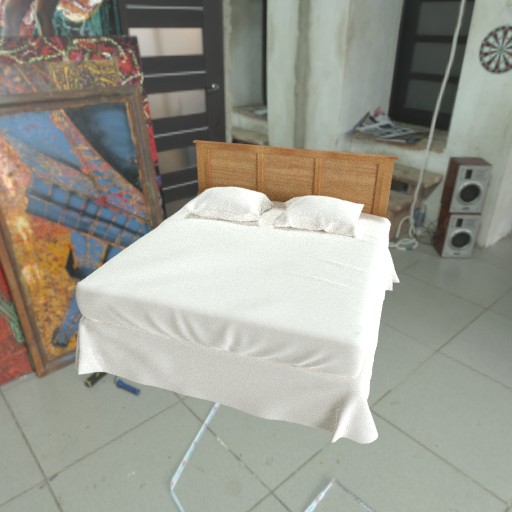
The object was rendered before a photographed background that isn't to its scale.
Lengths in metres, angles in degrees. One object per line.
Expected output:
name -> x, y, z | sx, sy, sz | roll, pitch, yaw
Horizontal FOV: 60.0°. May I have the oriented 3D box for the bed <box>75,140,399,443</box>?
bed -> 0.000, 0.000, 3.612 | 2.317, 1.270, 2.215 | 9, 29, 17
